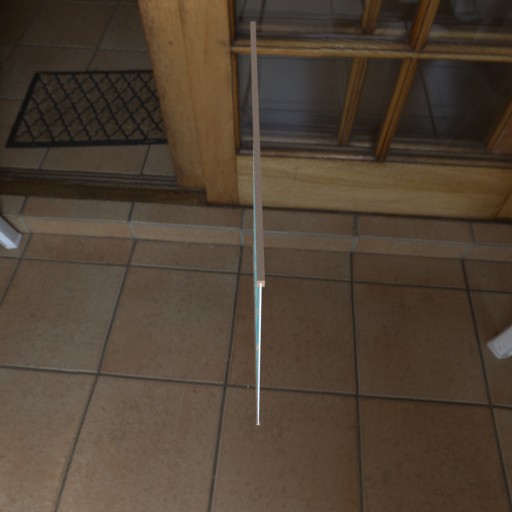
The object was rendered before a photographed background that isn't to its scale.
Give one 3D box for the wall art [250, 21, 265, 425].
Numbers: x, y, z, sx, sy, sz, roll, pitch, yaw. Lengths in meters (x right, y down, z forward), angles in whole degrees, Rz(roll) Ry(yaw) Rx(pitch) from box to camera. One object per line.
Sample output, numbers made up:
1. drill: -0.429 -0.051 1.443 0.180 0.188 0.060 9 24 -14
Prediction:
1. wall art: 0.000 0.000 1.343 0.013 1.016 0.758 -1 57 -1
